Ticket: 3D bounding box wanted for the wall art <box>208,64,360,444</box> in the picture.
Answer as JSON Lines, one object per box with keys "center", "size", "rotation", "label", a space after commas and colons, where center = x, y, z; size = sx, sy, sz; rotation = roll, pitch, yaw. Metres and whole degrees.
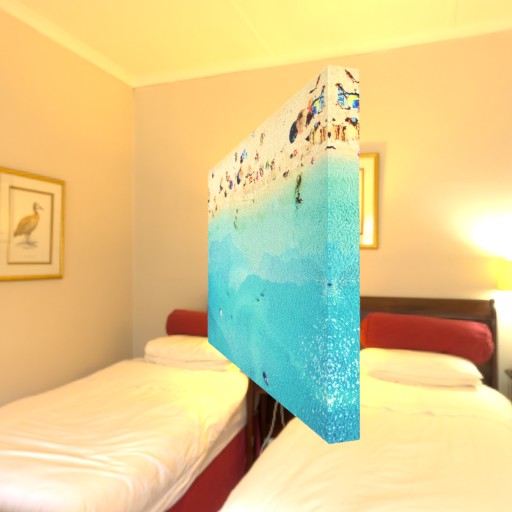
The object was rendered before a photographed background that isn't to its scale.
{"center": [0.000, 0.000, 0.767], "size": [0.039, 0.406, 0.609], "rotation": [0, -1, -18], "label": "wall art"}
